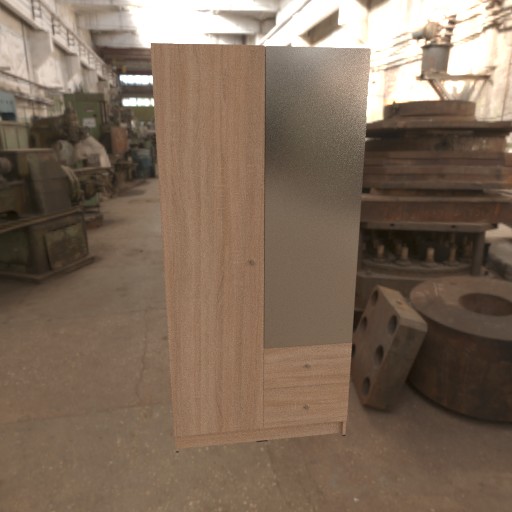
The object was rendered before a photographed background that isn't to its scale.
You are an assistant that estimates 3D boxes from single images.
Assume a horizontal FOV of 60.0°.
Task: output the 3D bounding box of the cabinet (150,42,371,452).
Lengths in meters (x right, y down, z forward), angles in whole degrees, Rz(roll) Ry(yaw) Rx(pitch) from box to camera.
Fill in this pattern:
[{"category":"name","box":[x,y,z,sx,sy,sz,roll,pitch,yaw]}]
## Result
[{"category":"cabinet","box":[0.000,0.000,2.539,1.001,2.121,0.590,-2,16,-8]}]
